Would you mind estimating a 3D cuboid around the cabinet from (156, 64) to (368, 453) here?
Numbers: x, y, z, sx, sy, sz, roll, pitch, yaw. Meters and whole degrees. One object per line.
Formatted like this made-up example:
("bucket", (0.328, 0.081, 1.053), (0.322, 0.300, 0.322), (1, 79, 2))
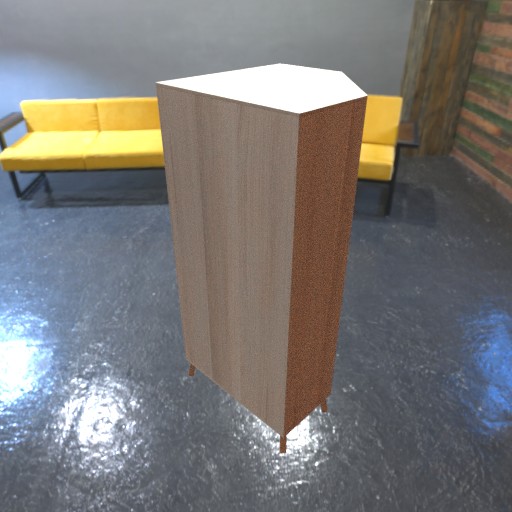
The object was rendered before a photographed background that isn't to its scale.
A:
("cabinet", (0.000, 0.000, 2.645), (0.969, 1.957, 1.272), (0, 31, 0))
